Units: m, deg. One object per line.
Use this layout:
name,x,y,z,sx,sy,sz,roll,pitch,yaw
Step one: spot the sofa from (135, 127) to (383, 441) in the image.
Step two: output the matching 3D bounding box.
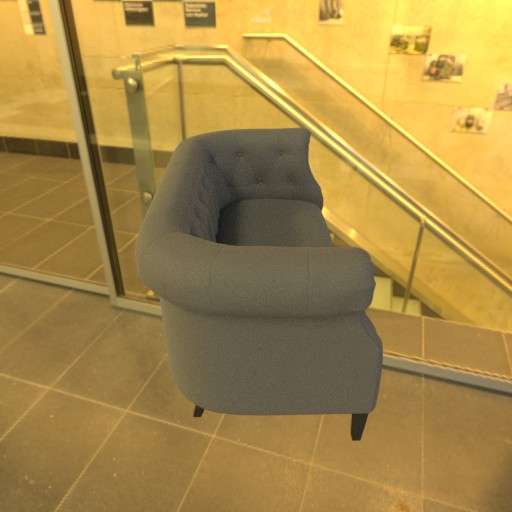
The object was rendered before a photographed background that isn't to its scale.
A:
sofa,0.000,0.000,2.053,0.835,0.827,1.558,-1,31,-1
